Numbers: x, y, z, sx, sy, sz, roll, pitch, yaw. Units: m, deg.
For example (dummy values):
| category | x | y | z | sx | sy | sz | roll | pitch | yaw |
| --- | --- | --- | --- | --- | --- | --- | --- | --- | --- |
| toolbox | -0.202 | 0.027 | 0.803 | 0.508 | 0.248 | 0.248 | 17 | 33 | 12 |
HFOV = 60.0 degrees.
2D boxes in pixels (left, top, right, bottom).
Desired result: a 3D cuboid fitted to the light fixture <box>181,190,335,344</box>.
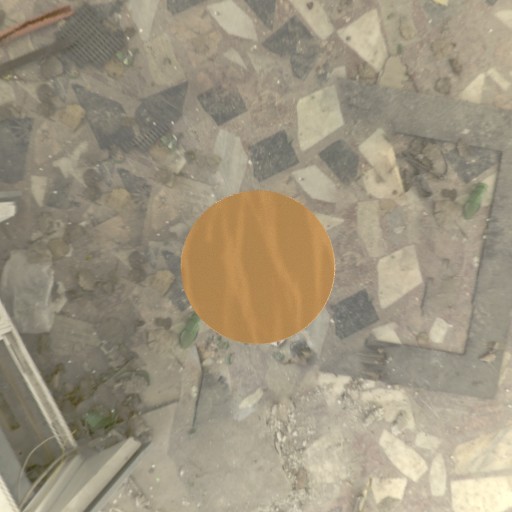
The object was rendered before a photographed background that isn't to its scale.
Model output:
| category | x | y | z | sx | sy | sz | roll | pitch | yaw |
| --- | --- | --- | --- | --- | --- | --- | --- | --- | --- |
| light fixture | 0.000 | 0.000 | 0.504 | 0.108 | 0.457 | 0.105 | 0 | 93 | 0 |
